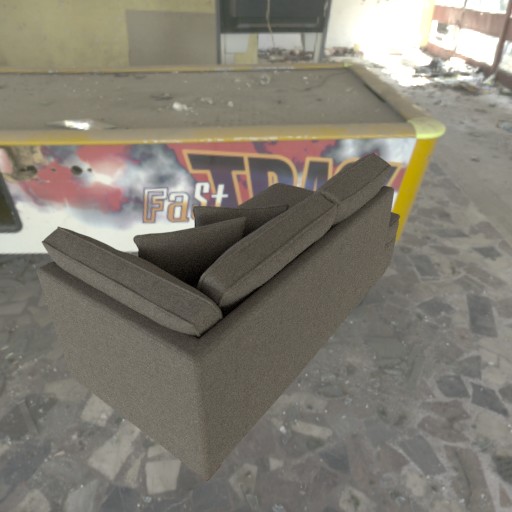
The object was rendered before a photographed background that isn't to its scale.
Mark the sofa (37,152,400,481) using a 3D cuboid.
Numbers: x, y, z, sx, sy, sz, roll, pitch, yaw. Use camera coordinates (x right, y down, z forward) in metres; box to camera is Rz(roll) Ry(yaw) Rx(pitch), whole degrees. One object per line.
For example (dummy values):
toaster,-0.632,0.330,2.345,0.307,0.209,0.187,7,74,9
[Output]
sofa,0.000,0.000,2.808,1.110,1.033,2.237,21,38,30
